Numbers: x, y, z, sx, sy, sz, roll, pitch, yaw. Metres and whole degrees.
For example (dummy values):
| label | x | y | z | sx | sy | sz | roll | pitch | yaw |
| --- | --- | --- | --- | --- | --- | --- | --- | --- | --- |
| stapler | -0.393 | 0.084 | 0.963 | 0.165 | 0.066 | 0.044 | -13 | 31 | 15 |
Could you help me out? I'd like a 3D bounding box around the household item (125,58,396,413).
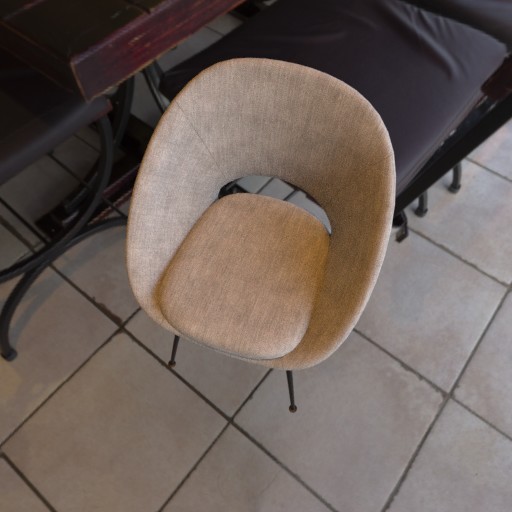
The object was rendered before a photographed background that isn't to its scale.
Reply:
| label | x | y | z | sx | sy | sz | roll | pitch | yaw |
| --- | --- | --- | --- | --- | --- | --- | --- | --- | --- |
| household item | 0.000 | 0.000 | 1.261 | 0.643 | 0.869 | 0.587 | 17 | 60 | 10 |
